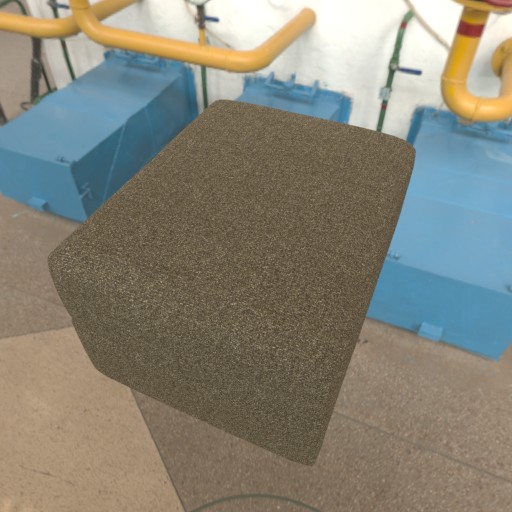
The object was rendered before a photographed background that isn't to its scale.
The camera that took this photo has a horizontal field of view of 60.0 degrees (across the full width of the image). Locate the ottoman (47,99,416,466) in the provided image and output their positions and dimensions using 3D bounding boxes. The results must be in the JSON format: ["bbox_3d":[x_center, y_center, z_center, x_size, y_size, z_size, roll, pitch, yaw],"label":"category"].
[{"bbox_3d":[0.000,0.000,1.109,0.598,0.476,0.742,18,49,17],"label":"ottoman"}]
